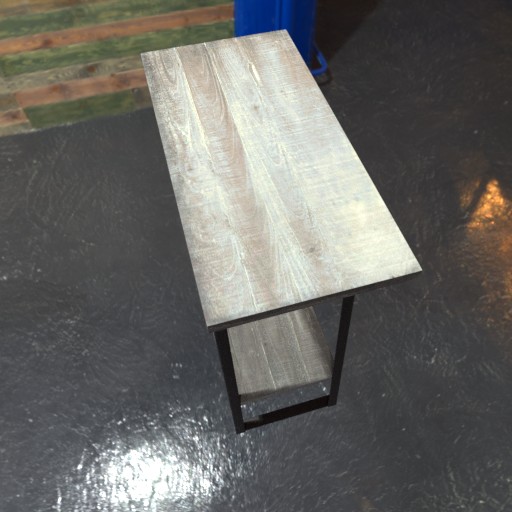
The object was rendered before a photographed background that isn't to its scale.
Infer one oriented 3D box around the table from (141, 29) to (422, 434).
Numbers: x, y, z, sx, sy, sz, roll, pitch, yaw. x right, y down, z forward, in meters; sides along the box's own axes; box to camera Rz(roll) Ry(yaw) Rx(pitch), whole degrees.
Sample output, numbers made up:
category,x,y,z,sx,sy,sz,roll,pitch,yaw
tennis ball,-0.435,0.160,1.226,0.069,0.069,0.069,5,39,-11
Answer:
category,x,y,z,sx,sy,sz,roll,pitch,yaw
table,0.000,0.000,1.028,0.300,0.701,0.599,-14,58,-9
